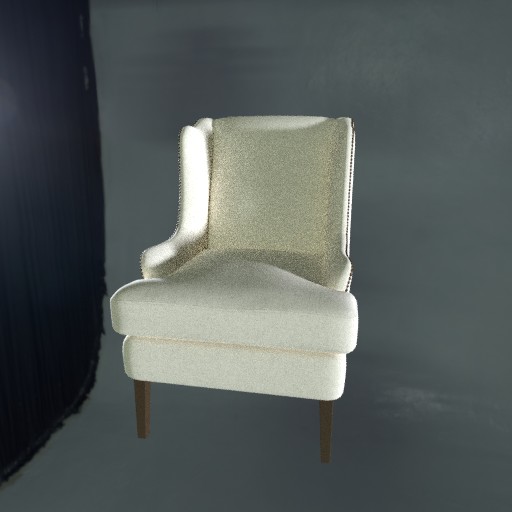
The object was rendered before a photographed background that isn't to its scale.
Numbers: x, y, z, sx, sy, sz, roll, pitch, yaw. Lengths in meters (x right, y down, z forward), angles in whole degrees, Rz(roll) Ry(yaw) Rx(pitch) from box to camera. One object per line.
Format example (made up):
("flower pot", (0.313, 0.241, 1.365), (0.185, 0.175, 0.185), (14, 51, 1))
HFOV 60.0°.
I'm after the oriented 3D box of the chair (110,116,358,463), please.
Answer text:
("chair", (0.000, 0.000, 1.673), (0.737, 1.029, 0.940), (3, 16, 10))
